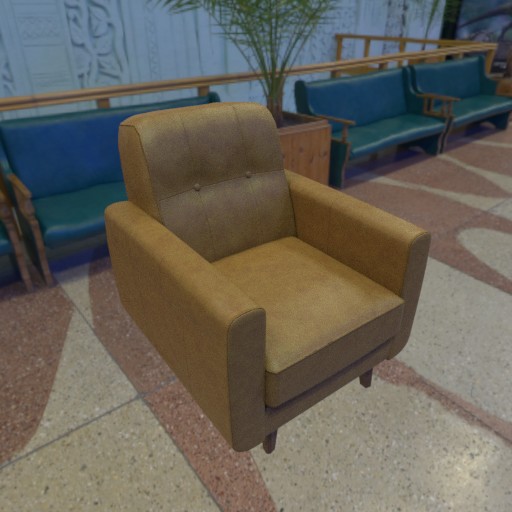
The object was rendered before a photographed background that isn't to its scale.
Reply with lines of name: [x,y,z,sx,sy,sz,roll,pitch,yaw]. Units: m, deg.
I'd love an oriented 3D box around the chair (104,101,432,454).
chair: [0.000,0.000,1.657,0.845,0.968,0.942,-20,36,-31]
